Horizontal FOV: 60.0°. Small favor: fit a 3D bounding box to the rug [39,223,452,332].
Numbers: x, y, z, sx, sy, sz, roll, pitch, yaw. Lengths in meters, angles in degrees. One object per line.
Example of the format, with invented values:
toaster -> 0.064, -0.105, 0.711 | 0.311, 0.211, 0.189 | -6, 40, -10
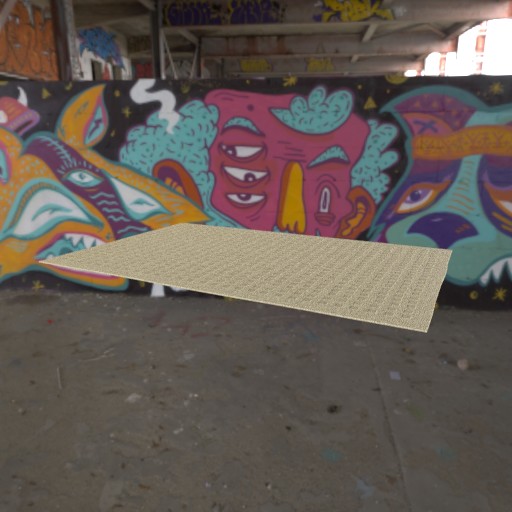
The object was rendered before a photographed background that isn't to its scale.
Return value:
rug -> 0.000, 0.000, 2.222 | 1.747, 0.006, 1.143 | 7, 16, 26
